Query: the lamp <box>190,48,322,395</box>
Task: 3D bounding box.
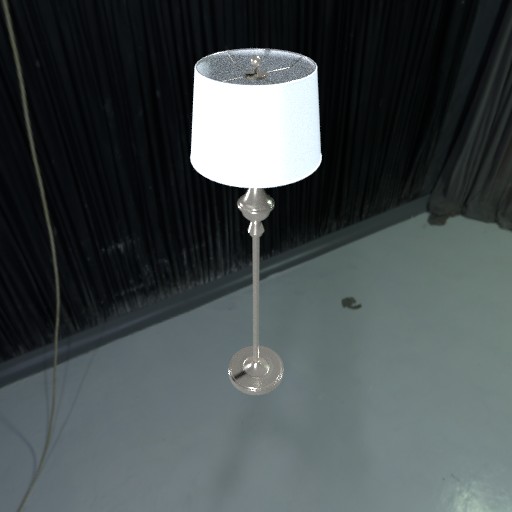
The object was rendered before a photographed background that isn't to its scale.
[{"bbox_3d":[0.000,0.000,1.742,0.431,1.488,0.431,0,39,0],"label":"lamp"}]
